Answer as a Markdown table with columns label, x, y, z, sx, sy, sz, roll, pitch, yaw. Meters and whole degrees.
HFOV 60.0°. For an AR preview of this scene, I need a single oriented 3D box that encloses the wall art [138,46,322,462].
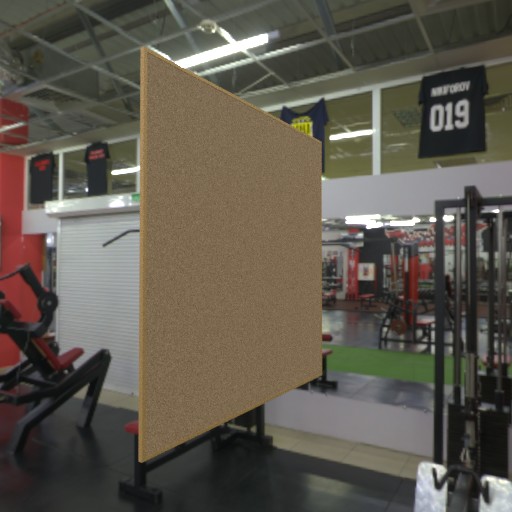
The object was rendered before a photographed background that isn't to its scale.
| label | x | y | z | sx | sy | sz | roll | pitch | yaw |
| --- | --- | --- | --- | --- | --- | --- | --- | --- | --- |
| wall art | 0.000 | 0.000 | 1.425 | 0.013 | 0.959 | 0.962 | -1 | -1 | 33 |
